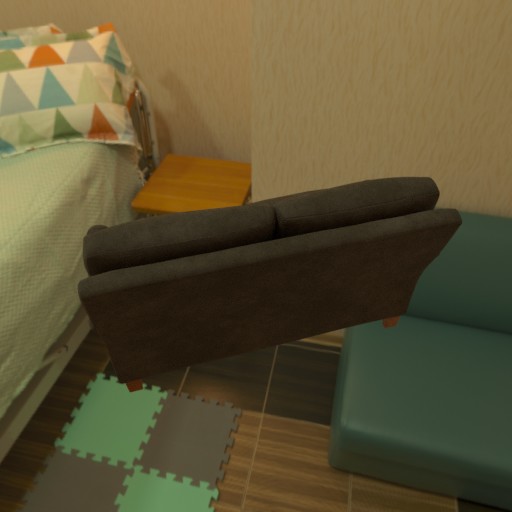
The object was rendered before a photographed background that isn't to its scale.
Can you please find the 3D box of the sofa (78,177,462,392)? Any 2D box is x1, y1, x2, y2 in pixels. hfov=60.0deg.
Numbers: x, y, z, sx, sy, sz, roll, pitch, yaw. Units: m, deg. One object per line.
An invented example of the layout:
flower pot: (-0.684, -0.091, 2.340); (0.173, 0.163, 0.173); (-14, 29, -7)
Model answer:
sofa: (0.000, 0.000, 2.607); (1.853, 1.101, 1.084); (-11, 42, -13)
